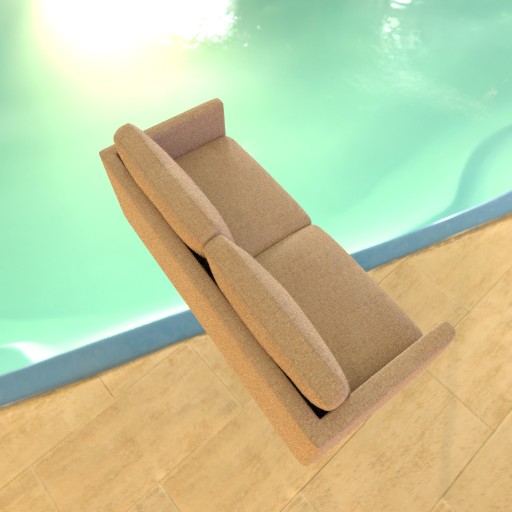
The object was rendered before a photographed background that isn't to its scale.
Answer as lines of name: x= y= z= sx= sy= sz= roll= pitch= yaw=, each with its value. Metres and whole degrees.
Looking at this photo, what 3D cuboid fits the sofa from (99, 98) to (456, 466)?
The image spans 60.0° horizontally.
sofa: x=0.000 y=0.000 z=2.742 sx=0.951 sy=0.965 sz=2.208 roll=-32 pitch=63 yaw=-18
